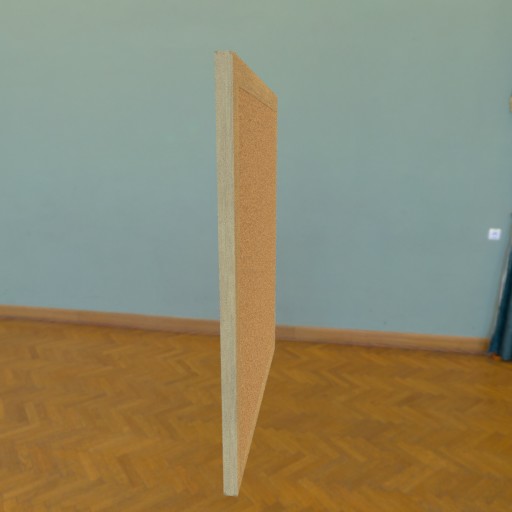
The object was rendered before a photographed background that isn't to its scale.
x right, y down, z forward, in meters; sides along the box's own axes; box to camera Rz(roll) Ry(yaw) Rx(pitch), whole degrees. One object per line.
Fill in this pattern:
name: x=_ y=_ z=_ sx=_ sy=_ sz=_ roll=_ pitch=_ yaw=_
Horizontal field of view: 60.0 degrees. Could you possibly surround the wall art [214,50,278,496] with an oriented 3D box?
wall art: x=0.000 y=0.000 z=0.757 sx=0.020 sy=0.561 sz=0.460 roll=2 pitch=14 yaw=8
